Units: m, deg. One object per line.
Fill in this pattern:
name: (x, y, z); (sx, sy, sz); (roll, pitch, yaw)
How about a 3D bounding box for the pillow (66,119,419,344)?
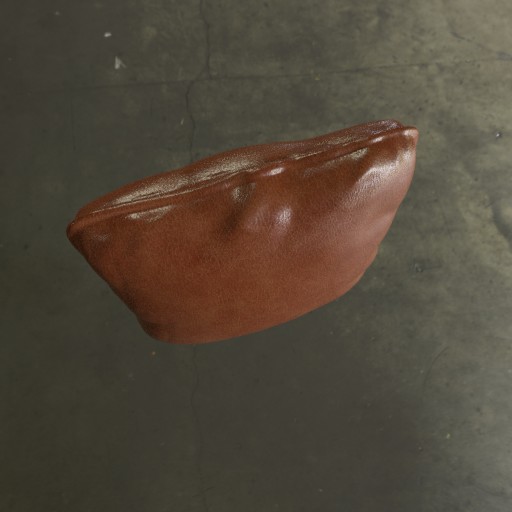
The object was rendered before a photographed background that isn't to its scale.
pillow: (0.000, 0.000, 0.831); (0.532, 0.523, 0.236); (-17, 65, -8)
